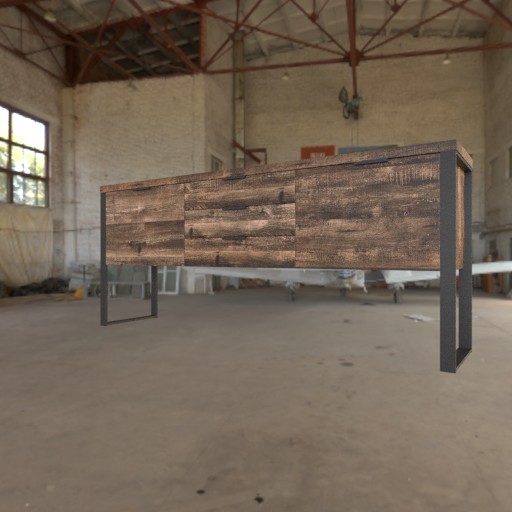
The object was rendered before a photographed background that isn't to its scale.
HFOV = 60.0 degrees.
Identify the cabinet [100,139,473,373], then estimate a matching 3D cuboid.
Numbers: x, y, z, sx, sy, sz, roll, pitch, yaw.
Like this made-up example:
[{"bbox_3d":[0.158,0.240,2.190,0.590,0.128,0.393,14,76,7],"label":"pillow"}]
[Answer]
[{"bbox_3d":[0.000,0.000,2.087,1.800,0.762,0.395,0,0,33],"label":"cabinet"}]
